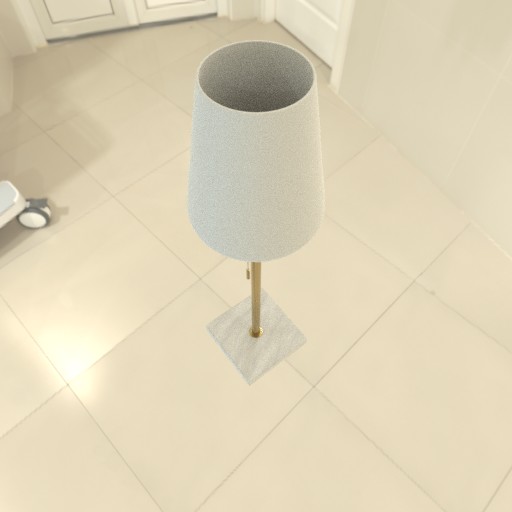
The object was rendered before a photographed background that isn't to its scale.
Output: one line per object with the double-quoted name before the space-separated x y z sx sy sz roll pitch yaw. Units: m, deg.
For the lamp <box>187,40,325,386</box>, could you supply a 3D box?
"lamp" 0.000 0.000 0.693 0.181 0.639 0.181 -33 63 -19
